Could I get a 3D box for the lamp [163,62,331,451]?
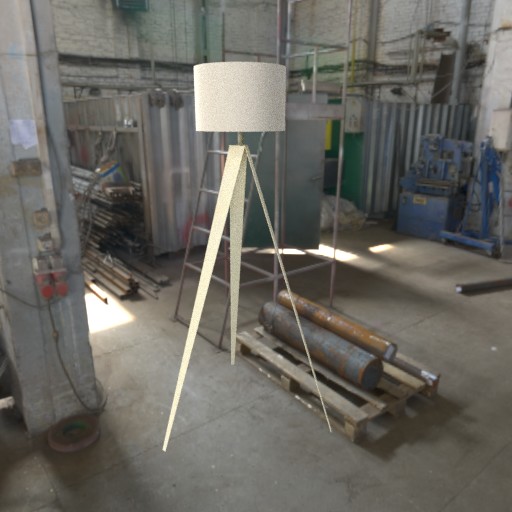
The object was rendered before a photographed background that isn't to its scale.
[{"bbox_3d":[0.000,0.000,1.949,0.716,1.524,0.724,2,17,6],"label":"lamp"}]
